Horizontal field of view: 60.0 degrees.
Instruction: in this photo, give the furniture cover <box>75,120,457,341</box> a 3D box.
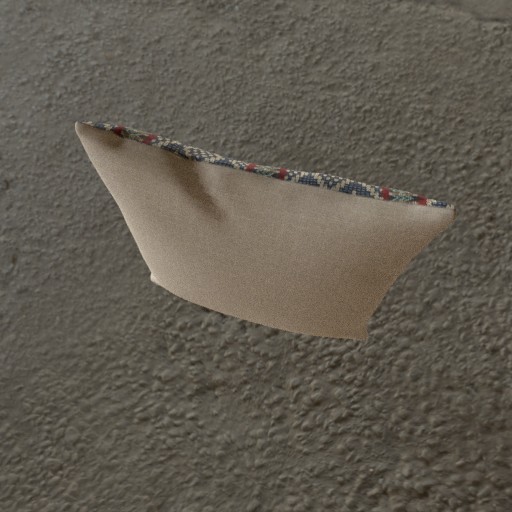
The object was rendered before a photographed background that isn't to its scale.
[{"bbox_3d":[0.000,0.000,0.665,0.431,0.431,0.139,15,64,7],"label":"furniture cover"}]
